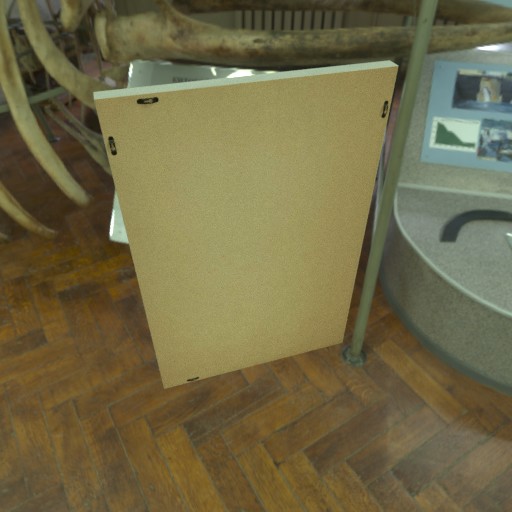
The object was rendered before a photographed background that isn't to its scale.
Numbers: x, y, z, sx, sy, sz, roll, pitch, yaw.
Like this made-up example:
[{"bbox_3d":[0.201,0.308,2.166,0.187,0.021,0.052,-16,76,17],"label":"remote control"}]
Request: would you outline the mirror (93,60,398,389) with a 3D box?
[{"bbox_3d":[0.000,0.000,1.162,0.609,0.915,0.041,-11,42,-13],"label":"mirror"}]
